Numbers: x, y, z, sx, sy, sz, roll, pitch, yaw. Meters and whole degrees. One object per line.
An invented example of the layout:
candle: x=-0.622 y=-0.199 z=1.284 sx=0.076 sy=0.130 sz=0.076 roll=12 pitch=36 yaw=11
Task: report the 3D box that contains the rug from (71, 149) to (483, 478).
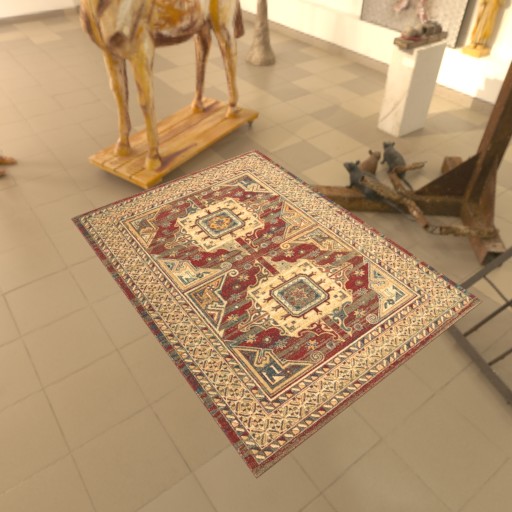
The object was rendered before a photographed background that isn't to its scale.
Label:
rug: x=0.000 y=0.000 z=4.155 sx=2.381 sy=0.013 sz=3.197 roll=-27 pitch=49 yaw=-26
